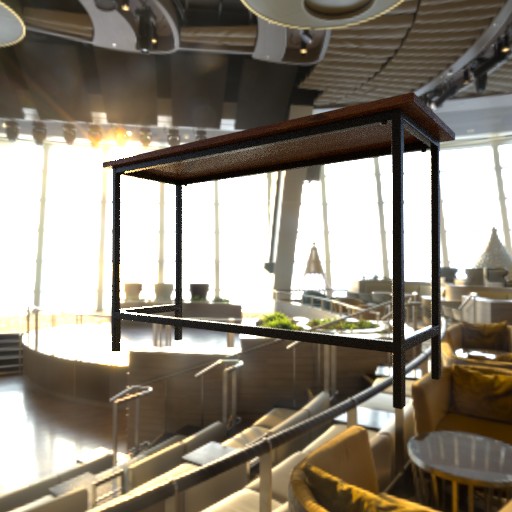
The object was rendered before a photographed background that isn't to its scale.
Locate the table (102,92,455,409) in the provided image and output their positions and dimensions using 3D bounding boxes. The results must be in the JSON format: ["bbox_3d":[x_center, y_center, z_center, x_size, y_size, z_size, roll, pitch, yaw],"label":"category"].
[{"bbox_3d":[0.000,0.000,1.535,1.204,0.740,0.408,-1,-1,37],"label":"table"}]
